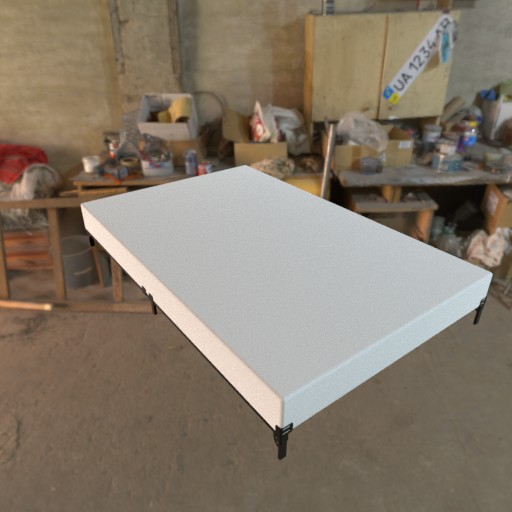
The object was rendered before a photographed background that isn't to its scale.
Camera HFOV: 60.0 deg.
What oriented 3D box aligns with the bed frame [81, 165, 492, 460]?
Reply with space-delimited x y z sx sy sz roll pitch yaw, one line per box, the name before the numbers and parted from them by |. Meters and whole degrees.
bed frame | 0.000 0.000 3.737 1.930 0.440 2.987 -20 35 -31
